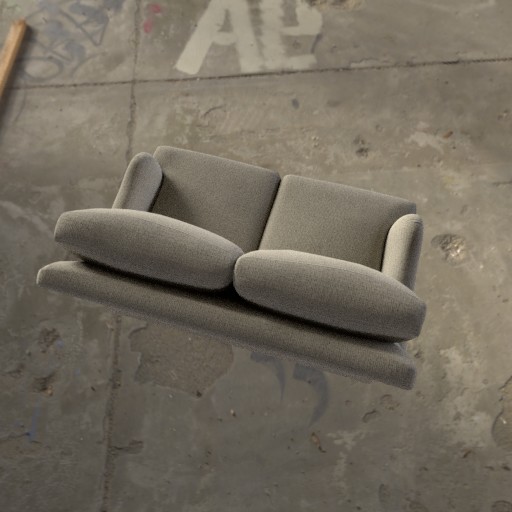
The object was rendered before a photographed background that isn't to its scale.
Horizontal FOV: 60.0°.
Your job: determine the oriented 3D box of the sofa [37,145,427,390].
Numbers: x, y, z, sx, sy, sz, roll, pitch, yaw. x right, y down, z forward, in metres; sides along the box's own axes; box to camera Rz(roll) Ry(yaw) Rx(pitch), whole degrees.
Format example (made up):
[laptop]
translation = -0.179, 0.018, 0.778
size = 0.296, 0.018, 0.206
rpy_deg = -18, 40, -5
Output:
[sofa]
translation = 0.000, 0.000, 2.160
size = 1.480, 0.999, 1.087
rpy_deg = 14, 64, 7
